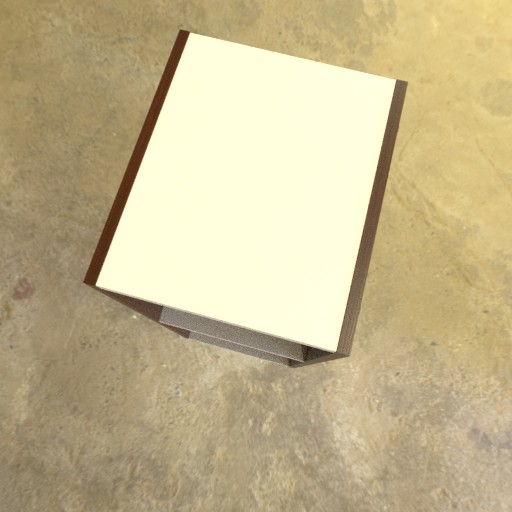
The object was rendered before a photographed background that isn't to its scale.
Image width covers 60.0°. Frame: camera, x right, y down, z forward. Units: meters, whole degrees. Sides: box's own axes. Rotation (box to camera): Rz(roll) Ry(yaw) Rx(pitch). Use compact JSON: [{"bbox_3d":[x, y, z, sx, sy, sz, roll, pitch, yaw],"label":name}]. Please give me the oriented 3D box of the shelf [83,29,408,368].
[{"bbox_3d":[0.000,0.000,0.723,0.253,0.600,0.290,15,75,4],"label":"shelf"}]
